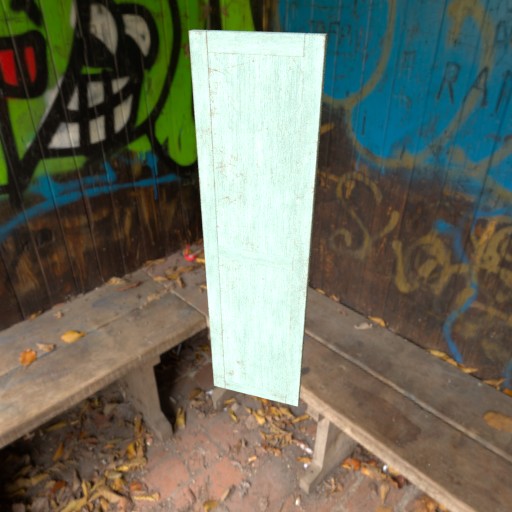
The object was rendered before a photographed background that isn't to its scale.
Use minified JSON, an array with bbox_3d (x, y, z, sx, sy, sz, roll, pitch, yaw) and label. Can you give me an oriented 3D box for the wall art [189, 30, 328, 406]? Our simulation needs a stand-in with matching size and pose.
[{"bbox_3d":[0.000,0.000,1.347,0.329,1.219,0.025,9,33,15],"label":"wall art"}]
